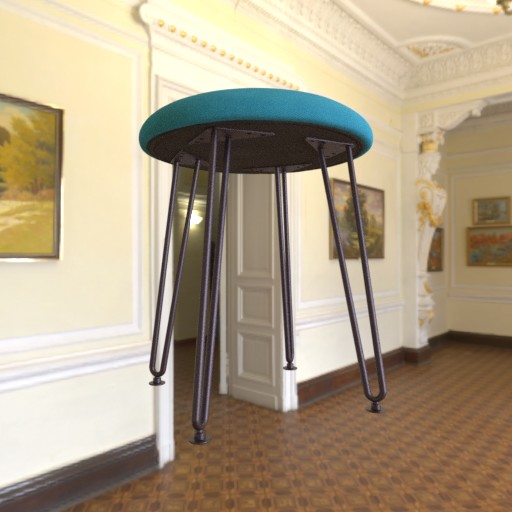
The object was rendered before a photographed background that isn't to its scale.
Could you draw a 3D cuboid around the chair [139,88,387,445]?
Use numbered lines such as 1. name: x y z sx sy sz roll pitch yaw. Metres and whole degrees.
1. chair: 0.000 0.000 0.683 0.350 0.430 0.350 0 0 -36
